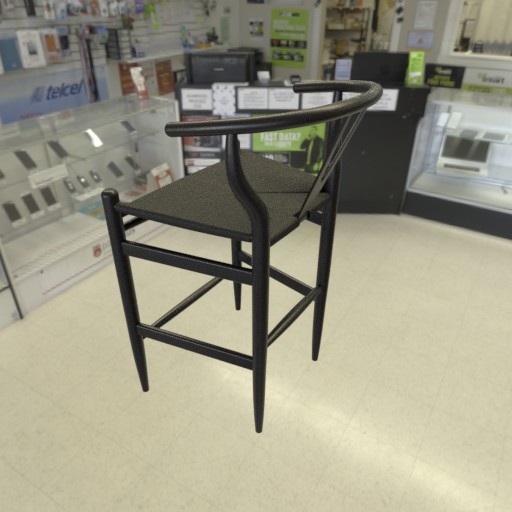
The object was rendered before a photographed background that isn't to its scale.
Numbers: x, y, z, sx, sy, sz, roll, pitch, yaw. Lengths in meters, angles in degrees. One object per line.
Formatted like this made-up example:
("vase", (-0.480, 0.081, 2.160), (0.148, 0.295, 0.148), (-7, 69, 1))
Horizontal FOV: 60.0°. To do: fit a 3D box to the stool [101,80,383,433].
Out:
("stool", (0.000, 0.000, 1.293), (0.579, 0.970, 0.569), (19, 36, 29))
